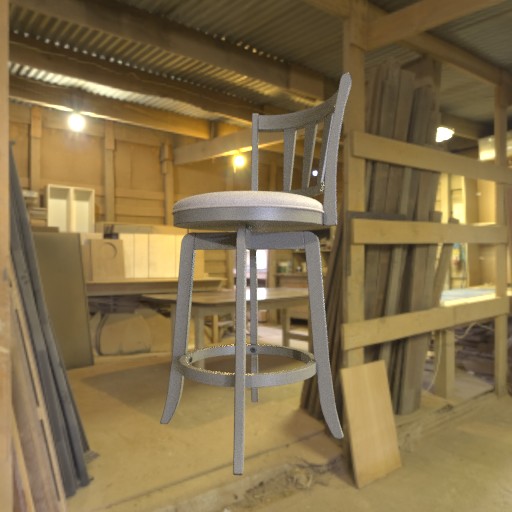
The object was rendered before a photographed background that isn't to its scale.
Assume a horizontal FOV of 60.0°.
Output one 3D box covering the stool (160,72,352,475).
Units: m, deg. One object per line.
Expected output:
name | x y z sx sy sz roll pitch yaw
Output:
stool | 0.000 0.000 1.285 0.486 0.994 0.450 0 0 -37
